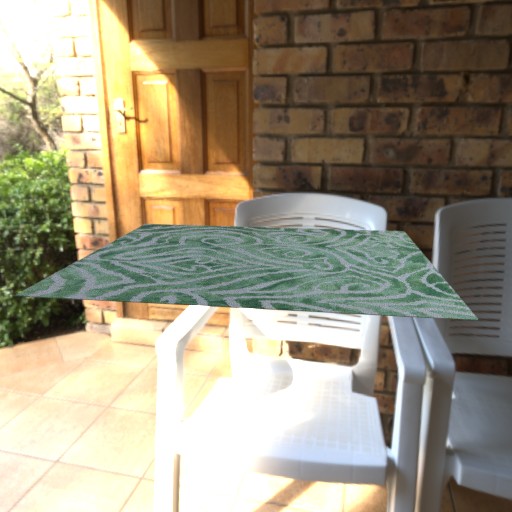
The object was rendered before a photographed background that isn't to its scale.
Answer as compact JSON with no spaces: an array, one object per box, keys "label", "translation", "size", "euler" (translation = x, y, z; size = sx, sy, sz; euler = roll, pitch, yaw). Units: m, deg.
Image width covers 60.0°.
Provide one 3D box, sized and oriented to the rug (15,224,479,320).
[{"label":"rug","translation":[0.000,0.000,4.033],"size":[3.045,0.007,2.436],"euler":[2,16,7]}]
